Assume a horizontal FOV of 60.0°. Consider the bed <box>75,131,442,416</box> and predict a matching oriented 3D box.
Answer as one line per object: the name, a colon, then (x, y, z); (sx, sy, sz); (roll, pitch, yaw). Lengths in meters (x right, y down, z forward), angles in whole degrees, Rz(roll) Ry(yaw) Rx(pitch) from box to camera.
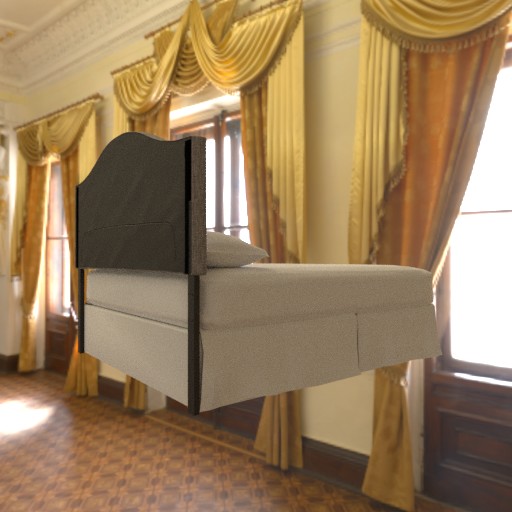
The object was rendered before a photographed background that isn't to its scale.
bed: (0.000, 0.000, 2.943); (1.870, 1.295, 1.610); (0, -1, -38)
